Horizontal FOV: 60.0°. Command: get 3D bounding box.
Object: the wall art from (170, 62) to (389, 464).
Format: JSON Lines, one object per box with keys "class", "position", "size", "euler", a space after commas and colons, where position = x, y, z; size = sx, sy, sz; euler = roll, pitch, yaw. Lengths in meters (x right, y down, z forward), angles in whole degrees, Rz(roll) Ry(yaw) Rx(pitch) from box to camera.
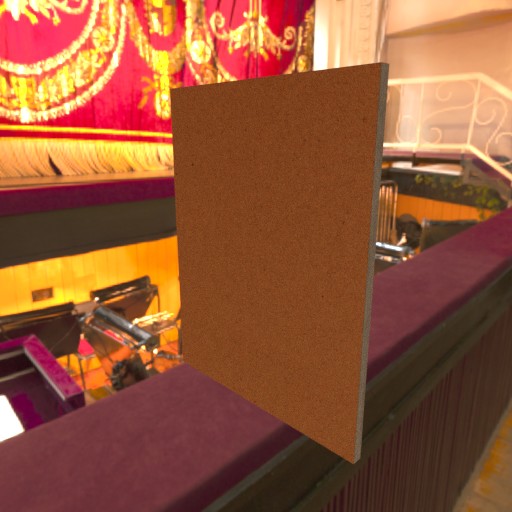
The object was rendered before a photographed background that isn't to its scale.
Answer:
{"class": "wall art", "position": [0.000, 0.000, 0.821], "size": [0.020, 0.613, 0.481], "euler": [-14, 21, -42]}
